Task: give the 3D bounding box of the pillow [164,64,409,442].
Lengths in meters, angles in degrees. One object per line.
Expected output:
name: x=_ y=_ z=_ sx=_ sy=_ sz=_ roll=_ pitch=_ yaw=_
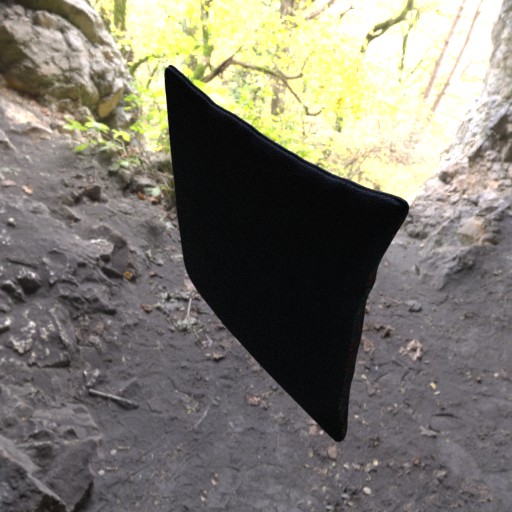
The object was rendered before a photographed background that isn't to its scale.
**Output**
pillow: x=0.000 y=0.000 z=0.638 sx=0.141 sy=0.431 sz=0.431 roll=-26 pitch=49 yaw=-26
